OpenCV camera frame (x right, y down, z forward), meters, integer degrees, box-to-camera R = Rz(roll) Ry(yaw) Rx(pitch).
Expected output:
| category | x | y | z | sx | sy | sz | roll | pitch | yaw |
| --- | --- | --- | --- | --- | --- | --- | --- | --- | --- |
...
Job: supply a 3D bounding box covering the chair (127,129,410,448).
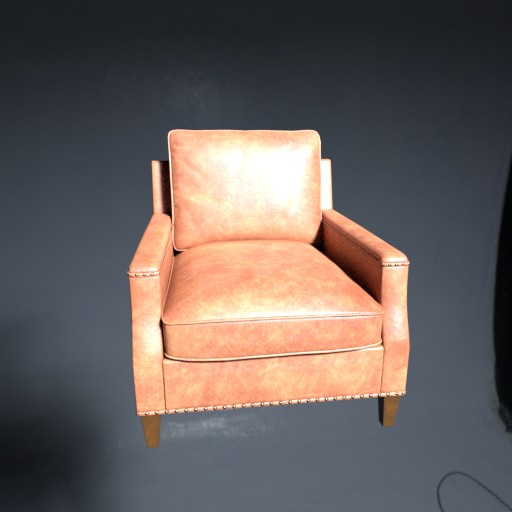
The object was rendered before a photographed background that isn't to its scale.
| category | x | y | z | sx | sy | sz | roll | pitch | yaw |
| --- | --- | --- | --- | --- | --- | --- | --- | --- | --- |
| chair | 0.000 | 0.000 | 1.725 | 0.853 | 0.943 | 1.014 | -2 | 16 | -7 |
